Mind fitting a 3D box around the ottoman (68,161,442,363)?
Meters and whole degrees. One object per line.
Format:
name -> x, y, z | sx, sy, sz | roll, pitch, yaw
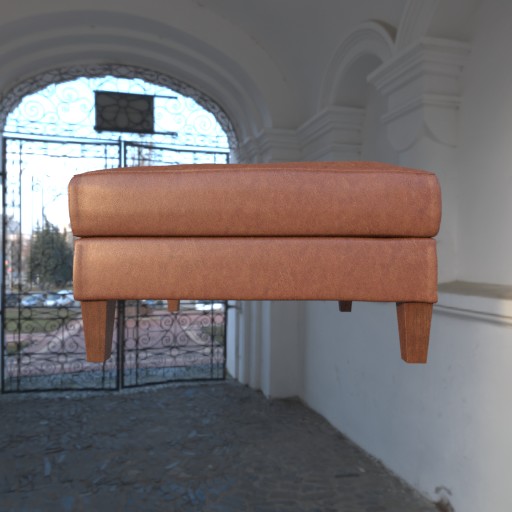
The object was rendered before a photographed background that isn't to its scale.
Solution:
ottoman -> 0.000, 0.000, 1.441 | 0.836, 0.472, 0.987 | 0, 1, 1
